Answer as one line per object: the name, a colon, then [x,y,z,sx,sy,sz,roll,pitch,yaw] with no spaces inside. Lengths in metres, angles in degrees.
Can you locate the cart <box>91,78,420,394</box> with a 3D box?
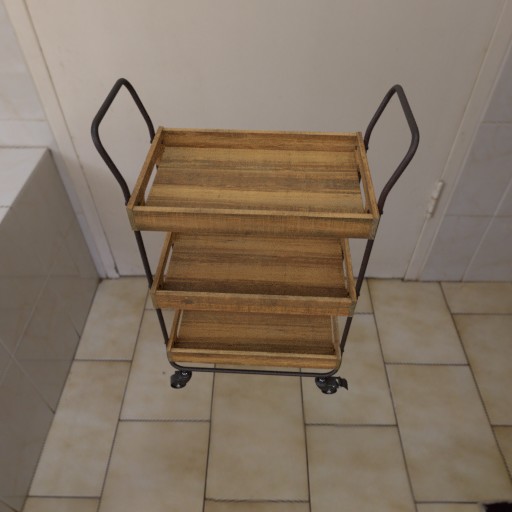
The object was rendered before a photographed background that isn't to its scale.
cart: [0.000,0.000,1.155,0.583,0.857,0.339,2,46,2]
